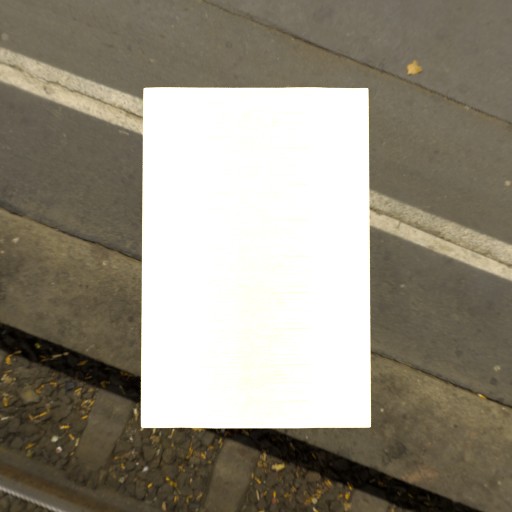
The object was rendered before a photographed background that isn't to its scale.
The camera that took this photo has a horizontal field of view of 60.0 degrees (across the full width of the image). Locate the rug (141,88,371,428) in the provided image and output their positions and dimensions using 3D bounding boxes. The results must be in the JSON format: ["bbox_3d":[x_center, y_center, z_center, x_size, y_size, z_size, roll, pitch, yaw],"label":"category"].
[{"bbox_3d":[0.000,0.000,2.409,1.234,0.006,1.850,0,88,0],"label":"rug"}]
